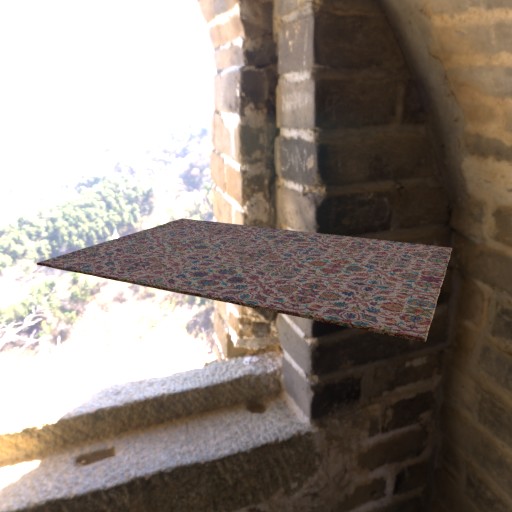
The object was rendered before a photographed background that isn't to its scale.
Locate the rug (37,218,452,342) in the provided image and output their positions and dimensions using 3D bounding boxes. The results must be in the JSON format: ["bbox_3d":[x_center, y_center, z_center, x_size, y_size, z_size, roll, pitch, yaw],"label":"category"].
[{"bbox_3d":[0.000,0.000,2.928,2.297,0.018,1.541,8,18,25],"label":"rug"}]
